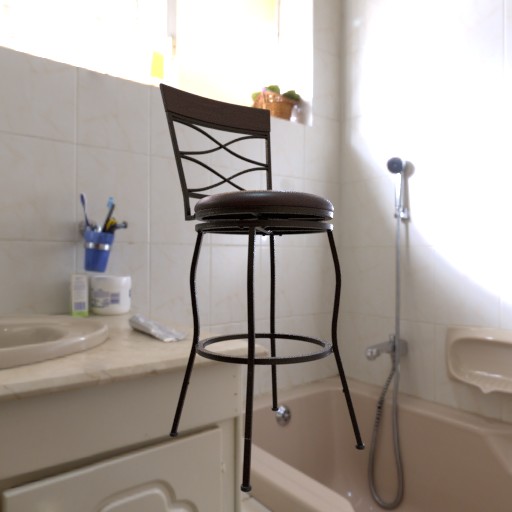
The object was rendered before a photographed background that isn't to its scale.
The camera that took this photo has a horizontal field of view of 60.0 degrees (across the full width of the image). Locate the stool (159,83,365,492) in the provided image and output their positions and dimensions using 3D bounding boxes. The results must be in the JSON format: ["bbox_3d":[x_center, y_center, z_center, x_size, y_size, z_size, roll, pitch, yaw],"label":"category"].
[{"bbox_3d":[0.000,0.000,1.388,0.448,1.130,0.513,0,-1,-35],"label":"stool"}]
